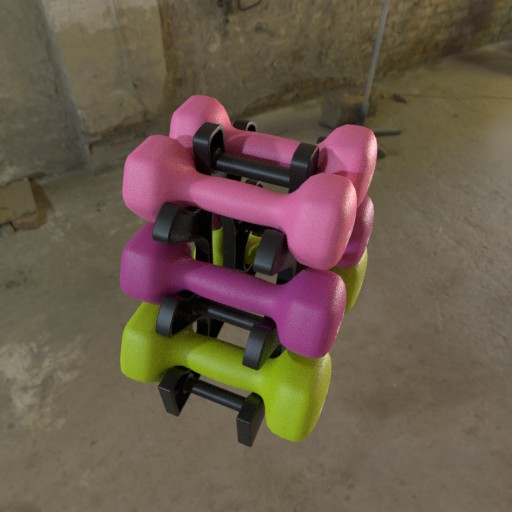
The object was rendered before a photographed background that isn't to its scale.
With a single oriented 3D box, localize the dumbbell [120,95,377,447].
[{"bbox_3d":[0.000,0.000,0.434,0.203,0.261,0.257,16,49,15],"label":"dumbbell"}]
